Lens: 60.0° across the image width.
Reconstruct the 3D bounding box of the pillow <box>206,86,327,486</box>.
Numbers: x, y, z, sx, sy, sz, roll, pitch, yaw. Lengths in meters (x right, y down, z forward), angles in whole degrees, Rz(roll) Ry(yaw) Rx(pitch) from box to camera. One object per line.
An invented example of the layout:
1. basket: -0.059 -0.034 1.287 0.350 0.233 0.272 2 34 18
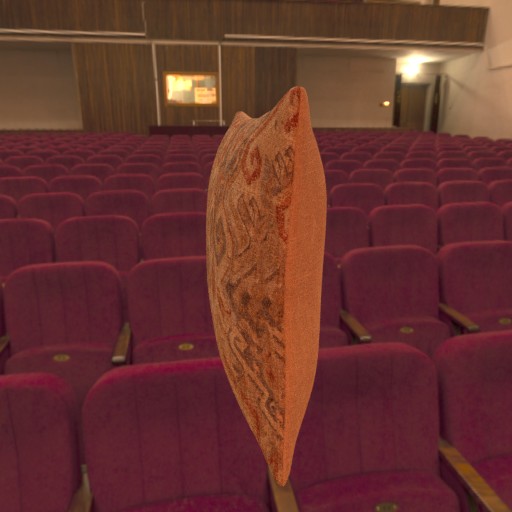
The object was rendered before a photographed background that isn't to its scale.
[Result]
1. pillow: 0.000 0.000 0.773 0.166 0.506 0.523 -2 15 -9
